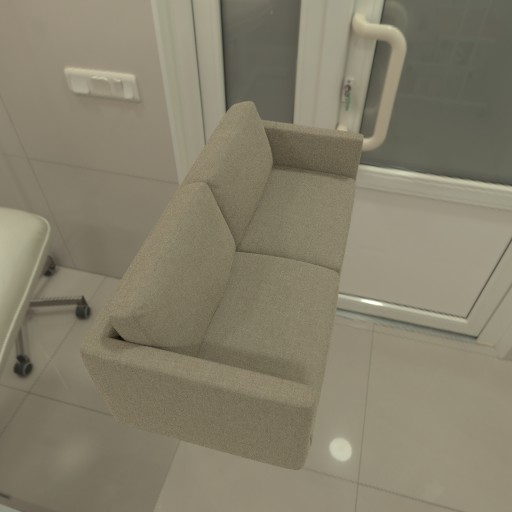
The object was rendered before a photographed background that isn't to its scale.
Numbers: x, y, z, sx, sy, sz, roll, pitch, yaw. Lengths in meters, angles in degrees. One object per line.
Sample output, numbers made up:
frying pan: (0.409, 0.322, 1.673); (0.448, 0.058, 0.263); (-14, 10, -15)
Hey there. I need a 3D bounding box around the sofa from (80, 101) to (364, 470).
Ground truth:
sofa: (0.000, 0.000, 2.425); (0.951, 0.947, 1.884); (11, 47, 10)
